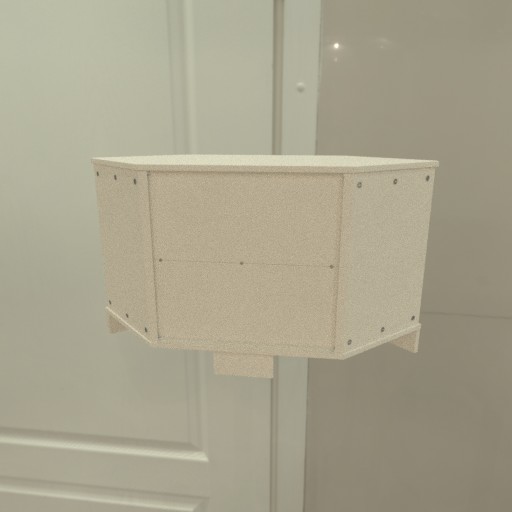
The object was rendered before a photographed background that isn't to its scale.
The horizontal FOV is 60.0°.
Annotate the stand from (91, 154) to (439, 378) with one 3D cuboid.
[{"bbox_3d":[0.000,0.000,1.436,1.072,0.614,0.477,2,16,7],"label":"stand"}]
